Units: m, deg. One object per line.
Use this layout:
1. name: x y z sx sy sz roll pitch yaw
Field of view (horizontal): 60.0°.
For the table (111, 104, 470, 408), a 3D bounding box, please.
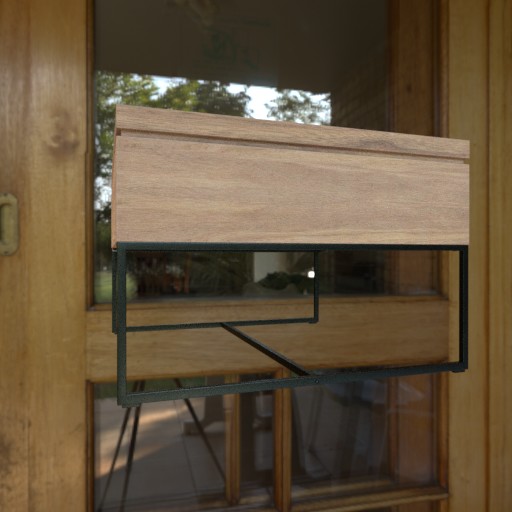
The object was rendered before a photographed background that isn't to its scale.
1. table: 0.000 0.000 1.101 0.676 0.464 0.679 0 0 -19
